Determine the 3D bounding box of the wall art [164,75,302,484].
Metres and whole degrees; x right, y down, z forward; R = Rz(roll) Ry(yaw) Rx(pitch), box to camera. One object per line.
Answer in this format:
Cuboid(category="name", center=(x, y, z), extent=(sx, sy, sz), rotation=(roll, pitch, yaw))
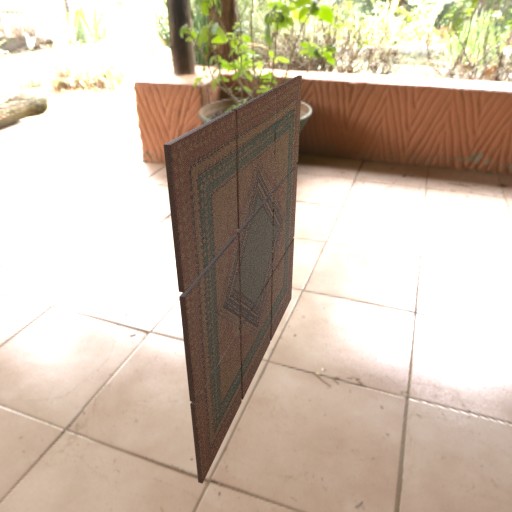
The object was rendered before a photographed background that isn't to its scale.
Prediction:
Cuboid(category="wall art", center=(0.000, 0.000, 1.344), extent=(0.013, 0.914, 0.915), rotation=(10, 31, 17))
